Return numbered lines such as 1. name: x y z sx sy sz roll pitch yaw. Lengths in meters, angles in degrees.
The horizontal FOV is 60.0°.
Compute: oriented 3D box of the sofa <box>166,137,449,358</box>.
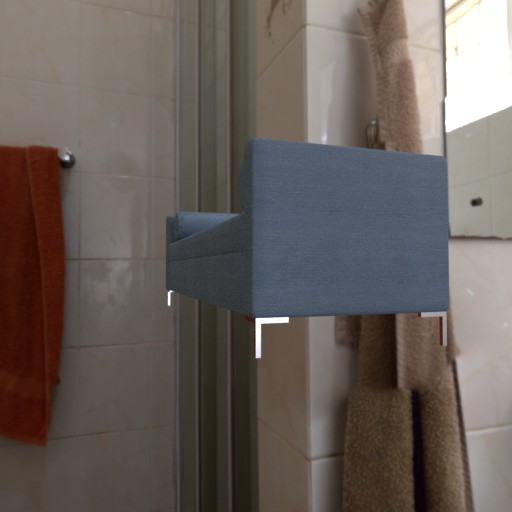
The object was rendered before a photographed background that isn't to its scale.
1. sofa: 0.000 0.000 2.276 0.686 0.635 1.981 1 -2 -18
